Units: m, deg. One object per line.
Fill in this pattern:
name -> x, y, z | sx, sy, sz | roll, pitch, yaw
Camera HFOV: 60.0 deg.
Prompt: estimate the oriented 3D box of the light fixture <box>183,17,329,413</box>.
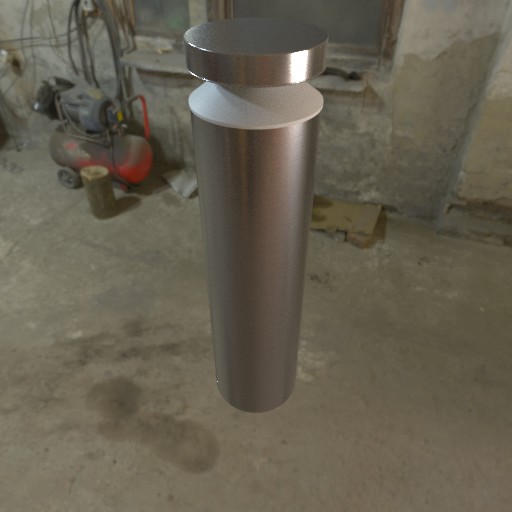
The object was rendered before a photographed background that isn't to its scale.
light fixture -> 0.000, 0.000, 0.435 | 0.102, 0.400, 0.102 | -11, 41, -13
